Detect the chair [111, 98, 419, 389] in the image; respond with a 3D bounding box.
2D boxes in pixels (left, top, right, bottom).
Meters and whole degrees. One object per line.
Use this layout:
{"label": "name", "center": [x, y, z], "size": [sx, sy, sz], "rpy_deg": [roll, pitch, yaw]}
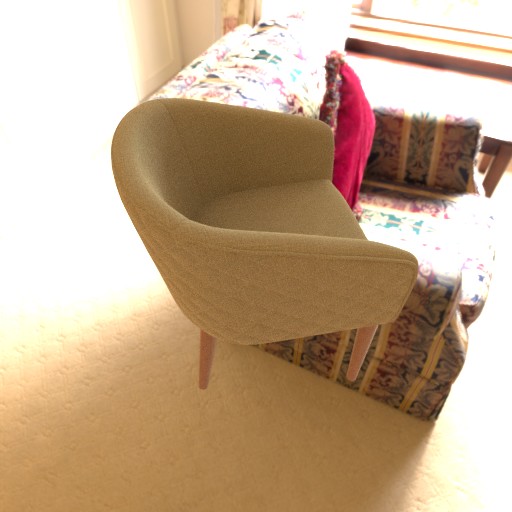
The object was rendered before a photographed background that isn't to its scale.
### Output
{"label": "chair", "center": [0.000, 0.000, 1.226], "size": [0.616, 0.775, 0.584], "rpy_deg": [-10, 48, -9]}
